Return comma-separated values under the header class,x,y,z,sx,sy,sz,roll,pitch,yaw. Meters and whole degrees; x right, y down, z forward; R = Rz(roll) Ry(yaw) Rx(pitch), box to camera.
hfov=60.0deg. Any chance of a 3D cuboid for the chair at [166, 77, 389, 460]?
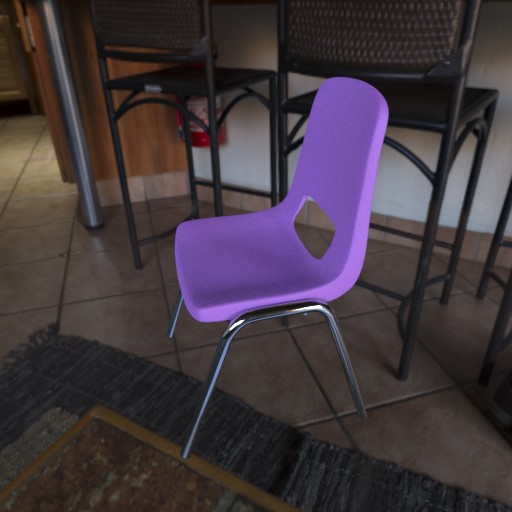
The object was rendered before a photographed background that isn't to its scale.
class,x,y,z,sx,sy,sz,roll,pitch,yaw
chair,0.000,0.000,0.678,0.301,0.493,0.291,-7,32,-12
